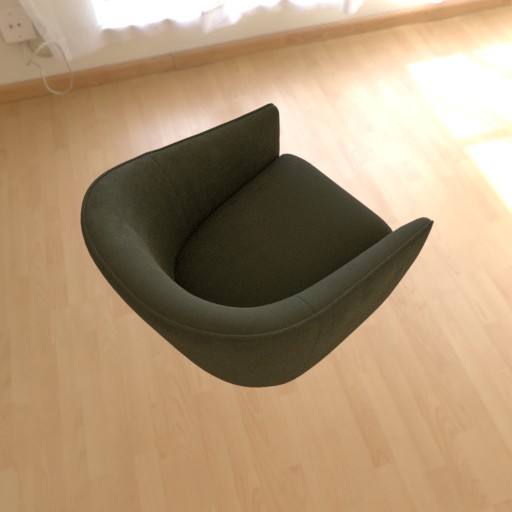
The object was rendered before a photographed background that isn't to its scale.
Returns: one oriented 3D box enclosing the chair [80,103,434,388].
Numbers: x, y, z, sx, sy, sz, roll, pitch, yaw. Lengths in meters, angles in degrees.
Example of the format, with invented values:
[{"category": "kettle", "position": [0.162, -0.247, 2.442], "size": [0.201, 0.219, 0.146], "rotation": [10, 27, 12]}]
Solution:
[{"category": "chair", "position": [0.000, 0.000, 1.450], "size": [0.875, 0.799, 0.747], "rotation": [-38, 66, -20]}]
